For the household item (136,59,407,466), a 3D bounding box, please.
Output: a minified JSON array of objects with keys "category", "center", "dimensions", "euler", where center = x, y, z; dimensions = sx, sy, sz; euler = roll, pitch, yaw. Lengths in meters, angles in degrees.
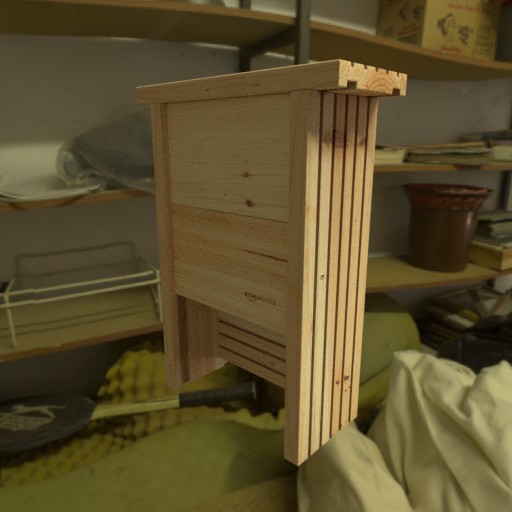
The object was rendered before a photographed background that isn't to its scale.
[{"category":"household item","center":[0.000,0.000,0.552],"dimensions":[0.301,0.407,0.123],"euler":[14,20,41]}]
